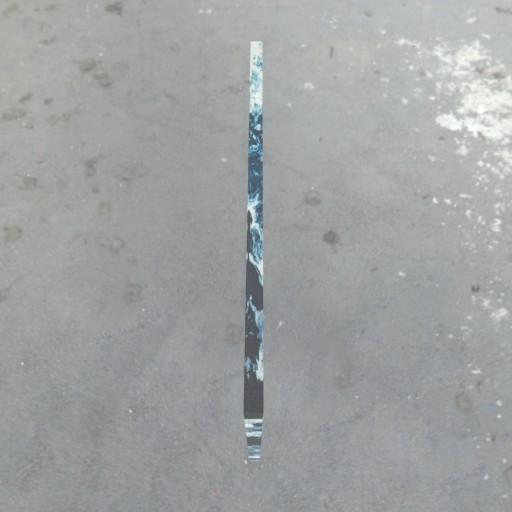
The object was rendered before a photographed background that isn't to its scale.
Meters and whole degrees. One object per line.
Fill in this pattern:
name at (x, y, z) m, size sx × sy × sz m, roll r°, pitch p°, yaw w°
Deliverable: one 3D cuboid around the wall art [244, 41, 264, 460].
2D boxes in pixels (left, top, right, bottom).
wall art at (0.000, 0.000, 1.932) m, size 0.055 × 1.017 × 1.524 m, roll 0°, pitch 59°, yaw 0°
